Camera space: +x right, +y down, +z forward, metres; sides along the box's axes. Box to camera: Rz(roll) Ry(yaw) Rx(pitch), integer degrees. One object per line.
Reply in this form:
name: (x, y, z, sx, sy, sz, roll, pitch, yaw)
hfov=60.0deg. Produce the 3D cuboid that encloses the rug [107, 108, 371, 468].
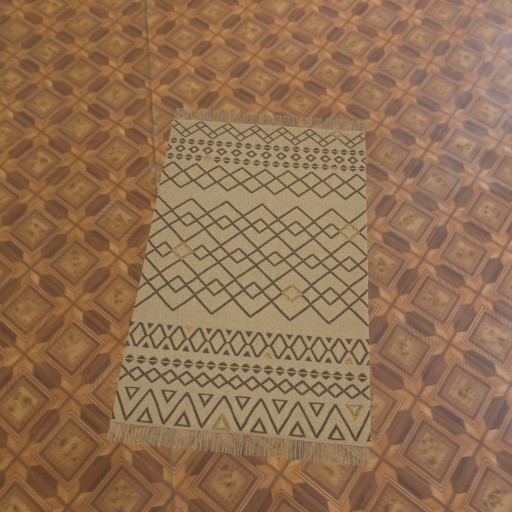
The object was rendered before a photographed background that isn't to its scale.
rug: (0.000, 0.000, 2.984, 1.495, 0.035, 2.472, 5, 66, 2)
